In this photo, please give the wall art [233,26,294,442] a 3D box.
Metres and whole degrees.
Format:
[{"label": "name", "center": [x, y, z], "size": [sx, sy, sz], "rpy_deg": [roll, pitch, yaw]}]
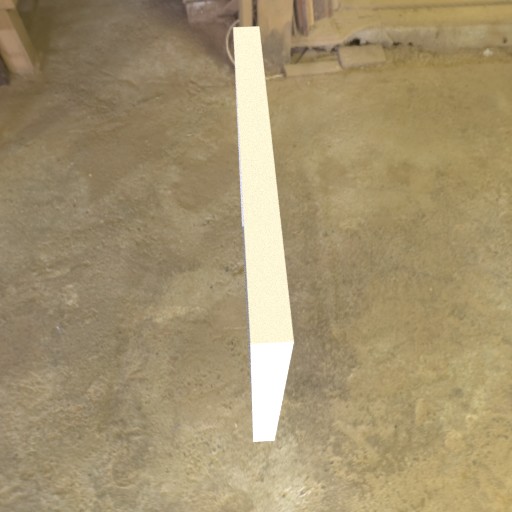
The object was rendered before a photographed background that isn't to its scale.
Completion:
[{"label": "wall art", "center": [0.000, 0.000, 0.758], "size": [0.040, 0.509, 0.509], "rpy_deg": [-3, 58, -2]}]
